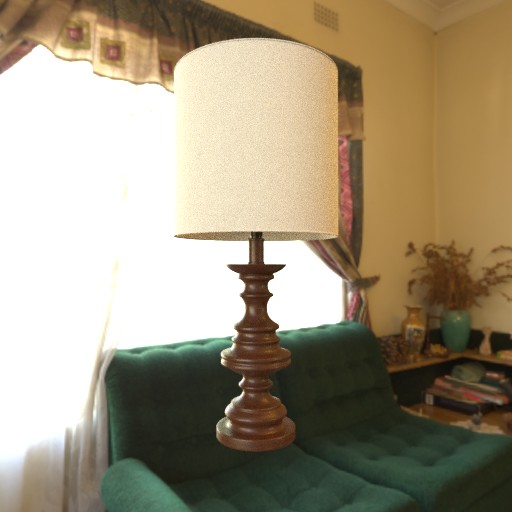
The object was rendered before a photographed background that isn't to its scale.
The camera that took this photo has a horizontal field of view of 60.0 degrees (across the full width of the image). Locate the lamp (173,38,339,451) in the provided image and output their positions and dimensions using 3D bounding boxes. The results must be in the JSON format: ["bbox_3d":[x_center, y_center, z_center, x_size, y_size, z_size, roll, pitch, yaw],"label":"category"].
[{"bbox_3d":[0.000,0.000,0.567,0.208,0.455,0.208,-1,-1,36],"label":"lamp"}]
